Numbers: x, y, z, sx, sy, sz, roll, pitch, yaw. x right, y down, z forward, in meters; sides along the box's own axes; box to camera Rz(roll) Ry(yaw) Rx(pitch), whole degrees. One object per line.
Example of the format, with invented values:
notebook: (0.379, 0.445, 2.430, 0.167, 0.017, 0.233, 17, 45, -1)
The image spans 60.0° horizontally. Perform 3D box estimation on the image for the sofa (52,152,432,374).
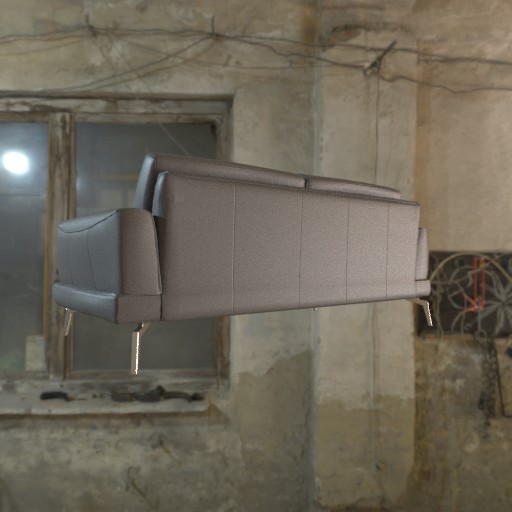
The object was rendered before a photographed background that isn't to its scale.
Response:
sofa: (0.000, 0.000, 2.743, 2.177, 0.930, 1.121, 0, 0, -37)
